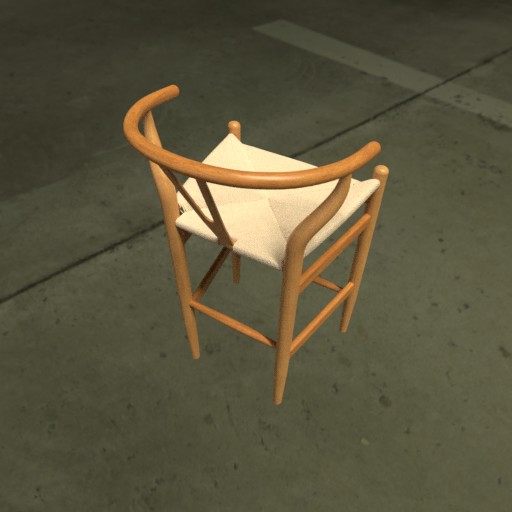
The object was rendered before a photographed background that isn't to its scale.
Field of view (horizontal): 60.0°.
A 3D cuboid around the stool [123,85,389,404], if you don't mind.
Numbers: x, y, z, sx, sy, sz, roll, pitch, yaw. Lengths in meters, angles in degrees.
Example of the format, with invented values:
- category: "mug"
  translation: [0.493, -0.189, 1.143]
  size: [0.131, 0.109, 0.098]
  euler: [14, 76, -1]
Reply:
- category: "stool"
  translation: [0.000, 0.000, 1.319]
  size: [0.569, 0.970, 0.579]
  euler: [23, 49, 22]
